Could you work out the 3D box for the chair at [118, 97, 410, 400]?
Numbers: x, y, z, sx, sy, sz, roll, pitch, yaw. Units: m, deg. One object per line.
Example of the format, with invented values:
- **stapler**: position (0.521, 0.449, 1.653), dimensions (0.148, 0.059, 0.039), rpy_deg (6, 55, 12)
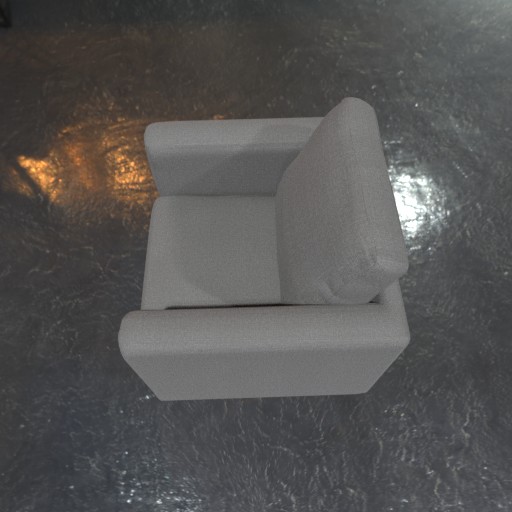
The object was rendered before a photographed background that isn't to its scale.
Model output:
- **chair**: position (0.000, 0.000, 1.560), dimensions (0.800, 0.927, 0.854), rpy_deg (-2, 60, -1)
